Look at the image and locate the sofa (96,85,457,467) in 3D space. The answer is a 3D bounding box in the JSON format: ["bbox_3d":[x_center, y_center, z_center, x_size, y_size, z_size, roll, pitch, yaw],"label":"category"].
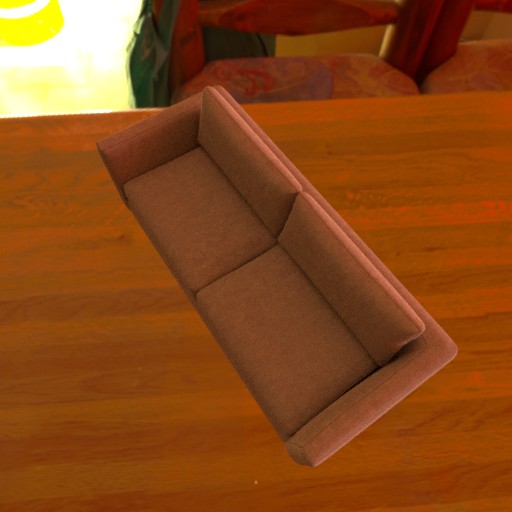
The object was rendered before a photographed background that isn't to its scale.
[{"bbox_3d":[0.000,0.000,2.563,0.889,0.864,2.121,-31,67,-15],"label":"sofa"}]
